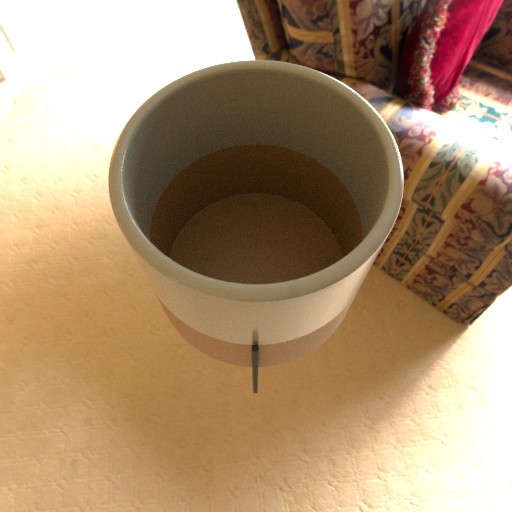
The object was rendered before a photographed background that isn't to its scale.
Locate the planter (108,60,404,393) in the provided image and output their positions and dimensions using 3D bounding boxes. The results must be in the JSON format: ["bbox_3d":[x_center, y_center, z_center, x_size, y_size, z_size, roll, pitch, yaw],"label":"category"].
[{"bbox_3d":[0.000,0.000,0.728,0.348,0.480,0.360,0,64,0],"label":"planter"}]
